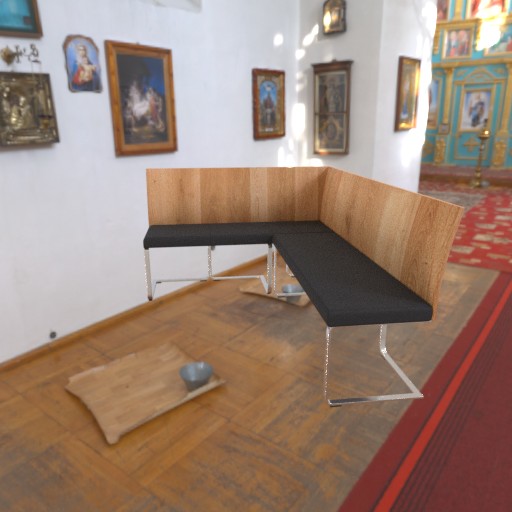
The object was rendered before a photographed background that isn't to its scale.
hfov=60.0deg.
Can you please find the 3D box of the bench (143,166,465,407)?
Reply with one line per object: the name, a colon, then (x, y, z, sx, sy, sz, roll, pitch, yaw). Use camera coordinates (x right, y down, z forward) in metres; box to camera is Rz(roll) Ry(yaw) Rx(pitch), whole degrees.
bench: (0.000, 0.000, 2.802, 1.495, 0.930, 1.945, -2, 17, -7)
